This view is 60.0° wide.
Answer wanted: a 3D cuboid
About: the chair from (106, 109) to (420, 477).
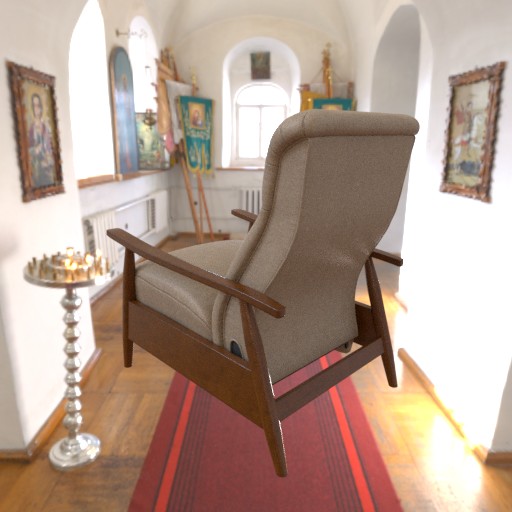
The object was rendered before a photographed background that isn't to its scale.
[{"bbox_3d":[0.000,0.000,1.788,1.030,1.082,0.762,15,22,43],"label":"chair"}]
